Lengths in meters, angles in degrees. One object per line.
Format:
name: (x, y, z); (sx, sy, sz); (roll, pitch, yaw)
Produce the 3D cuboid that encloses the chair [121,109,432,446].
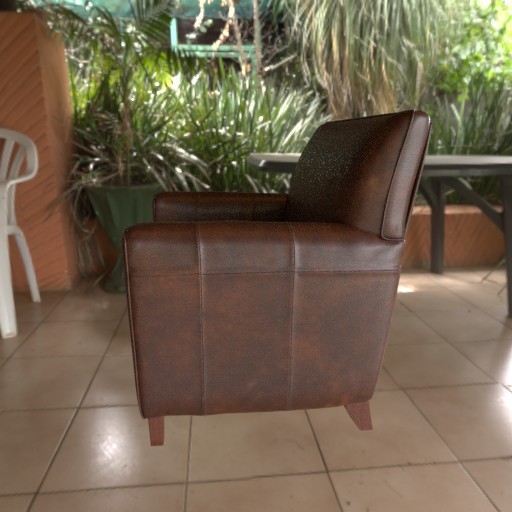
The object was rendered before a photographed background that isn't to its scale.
chair: (0.000, 0.000, 1.564); (0.823, 0.943, 0.870); (-2, 15, -7)
